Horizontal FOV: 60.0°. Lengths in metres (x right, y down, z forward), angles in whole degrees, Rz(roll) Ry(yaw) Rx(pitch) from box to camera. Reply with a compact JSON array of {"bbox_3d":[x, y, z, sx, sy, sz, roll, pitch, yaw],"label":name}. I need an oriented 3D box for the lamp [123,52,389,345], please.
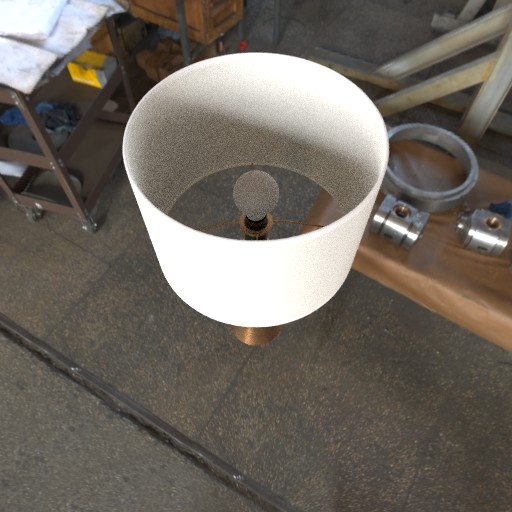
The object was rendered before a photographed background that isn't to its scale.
[{"bbox_3d":[0.000,0.000,0.654,0.268,0.479,0.268,-2,59,-1],"label":"lamp"}]
